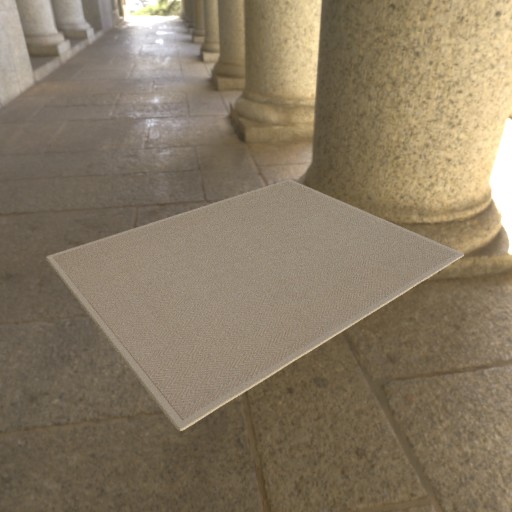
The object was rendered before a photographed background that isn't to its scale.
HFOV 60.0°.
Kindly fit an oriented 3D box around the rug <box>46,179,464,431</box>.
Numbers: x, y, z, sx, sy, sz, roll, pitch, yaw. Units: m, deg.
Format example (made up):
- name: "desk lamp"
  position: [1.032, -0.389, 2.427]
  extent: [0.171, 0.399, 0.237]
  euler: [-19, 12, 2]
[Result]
- name: "rug"
  position: [0.000, 0.000, 4.097]
  extent: [3.051, 0.020, 2.407]
  euler: [-23, 38, -32]
